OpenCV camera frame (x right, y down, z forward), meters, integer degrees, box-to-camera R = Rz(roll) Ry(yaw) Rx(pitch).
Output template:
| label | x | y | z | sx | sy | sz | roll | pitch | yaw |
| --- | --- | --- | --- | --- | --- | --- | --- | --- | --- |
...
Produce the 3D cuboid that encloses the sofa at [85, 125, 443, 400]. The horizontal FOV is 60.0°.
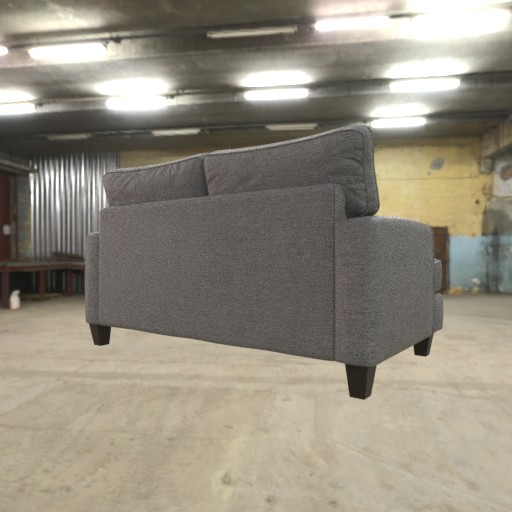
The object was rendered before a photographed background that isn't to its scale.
| label | x | y | z | sx | sy | sz | roll | pitch | yaw |
| --- | --- | --- | --- | --- | --- | --- | --- | --- | --- |
| sofa | 0.000 | 0.000 | 2.295 | 1.651 | 0.965 | 0.965 | 0 | 0 | 36 |
